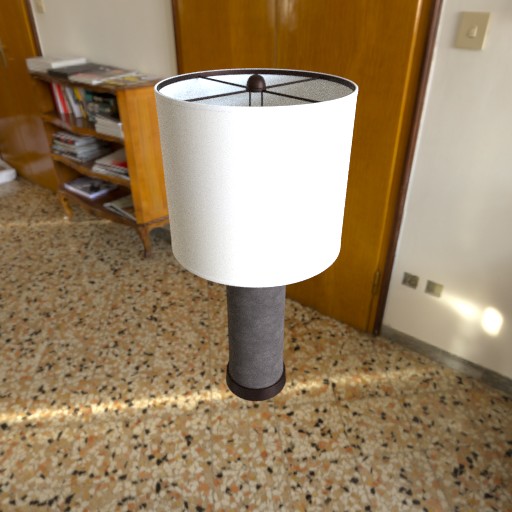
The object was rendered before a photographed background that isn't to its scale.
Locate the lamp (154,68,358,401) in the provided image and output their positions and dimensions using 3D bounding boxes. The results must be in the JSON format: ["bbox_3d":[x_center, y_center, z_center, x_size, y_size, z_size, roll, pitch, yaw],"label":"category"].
[{"bbox_3d":[0.000,0.000,0.821,0.301,0.630,0.301,2,31,2],"label":"lamp"}]
